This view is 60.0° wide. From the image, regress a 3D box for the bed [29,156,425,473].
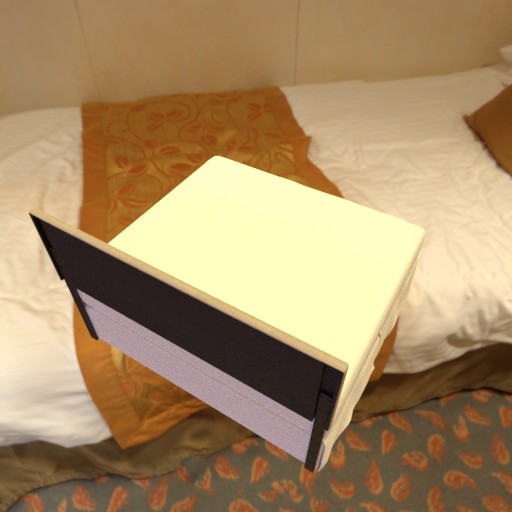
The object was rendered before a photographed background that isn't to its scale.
[{"bbox_3d":[0.000,0.000,3.356,2.170,1.346,1.914,24,50,21],"label":"bed"}]
